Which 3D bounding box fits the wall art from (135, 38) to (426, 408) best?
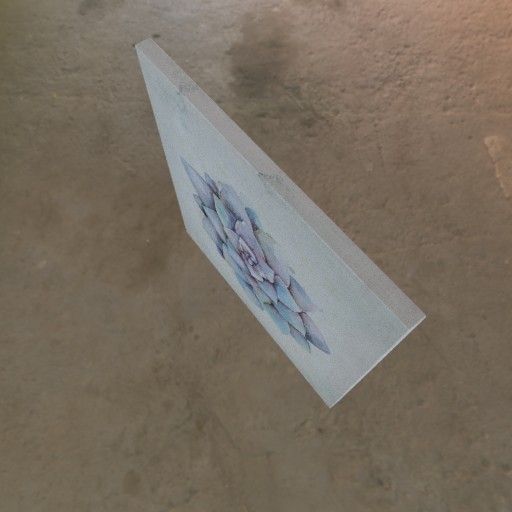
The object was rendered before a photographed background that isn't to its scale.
[{"bbox_3d":[0.000,0.000,1.112,0.038,0.762,0.762,-35,68,-16],"label":"wall art"}]
